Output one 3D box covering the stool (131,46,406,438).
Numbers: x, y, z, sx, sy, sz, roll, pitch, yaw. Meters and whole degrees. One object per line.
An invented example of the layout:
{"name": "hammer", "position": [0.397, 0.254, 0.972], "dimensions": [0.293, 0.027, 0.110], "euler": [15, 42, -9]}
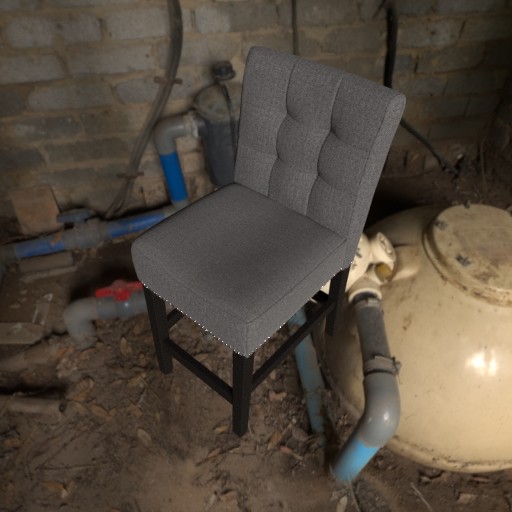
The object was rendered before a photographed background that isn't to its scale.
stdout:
{"name": "stool", "position": [0.000, 0.000, 1.222], "dimensions": [0.427, 0.885, 0.571], "euler": [31, 54, 26]}
